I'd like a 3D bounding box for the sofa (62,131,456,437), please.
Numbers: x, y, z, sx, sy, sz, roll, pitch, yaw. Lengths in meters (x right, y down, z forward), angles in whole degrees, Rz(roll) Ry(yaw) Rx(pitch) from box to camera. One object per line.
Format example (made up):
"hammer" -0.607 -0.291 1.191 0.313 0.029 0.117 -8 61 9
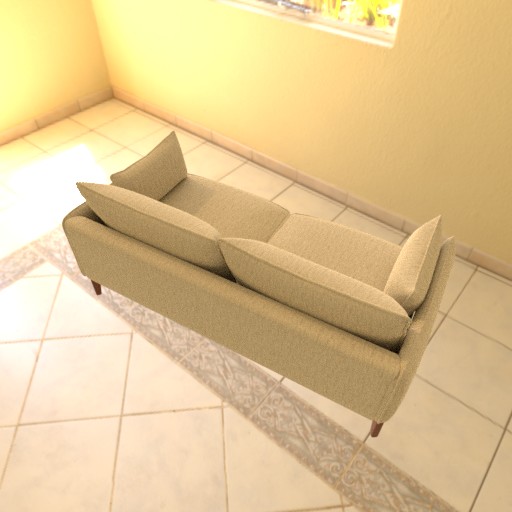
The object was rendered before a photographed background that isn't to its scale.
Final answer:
"sofa" 0.000 0.000 2.524 1.989 0.860 0.991 22 49 21
